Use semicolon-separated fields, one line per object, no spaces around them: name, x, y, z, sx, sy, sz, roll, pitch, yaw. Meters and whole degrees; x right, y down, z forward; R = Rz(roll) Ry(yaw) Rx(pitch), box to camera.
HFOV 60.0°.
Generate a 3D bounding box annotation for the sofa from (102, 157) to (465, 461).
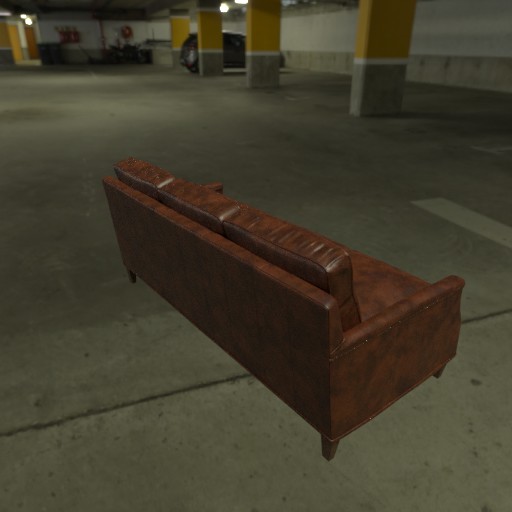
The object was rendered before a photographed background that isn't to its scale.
sofa;0.000;0.000;2.780;1.084;1.003;2.240;-19;31;-34
